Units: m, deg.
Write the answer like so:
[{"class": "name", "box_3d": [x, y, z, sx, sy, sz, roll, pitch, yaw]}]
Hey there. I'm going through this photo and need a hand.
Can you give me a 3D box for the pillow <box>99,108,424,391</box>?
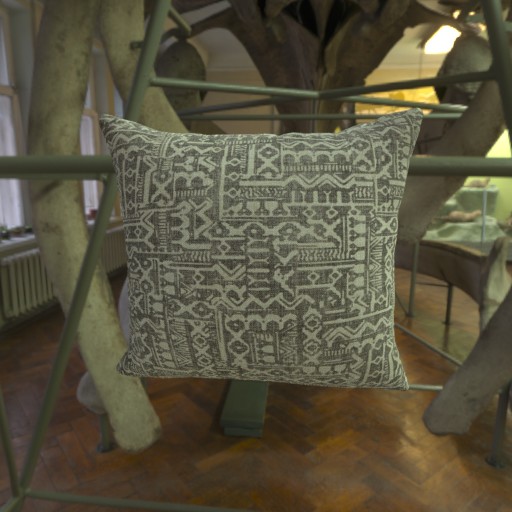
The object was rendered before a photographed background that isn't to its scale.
[{"class": "pillow", "box_3d": [0.000, 0.000, 0.776, 0.546, 0.487, 0.180, 2, 12, 8]}]
